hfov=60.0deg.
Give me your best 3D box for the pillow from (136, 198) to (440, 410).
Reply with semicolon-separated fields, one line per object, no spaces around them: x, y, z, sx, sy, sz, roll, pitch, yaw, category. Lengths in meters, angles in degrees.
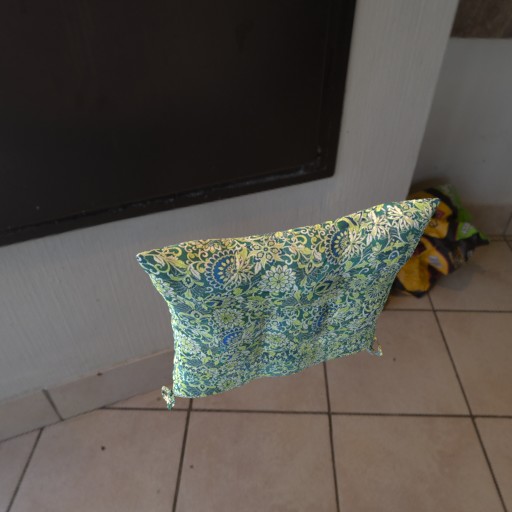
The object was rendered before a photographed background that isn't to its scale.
0.000;0.000;1.034;0.541;0.536;0.585;-11;42;-13;pillow
